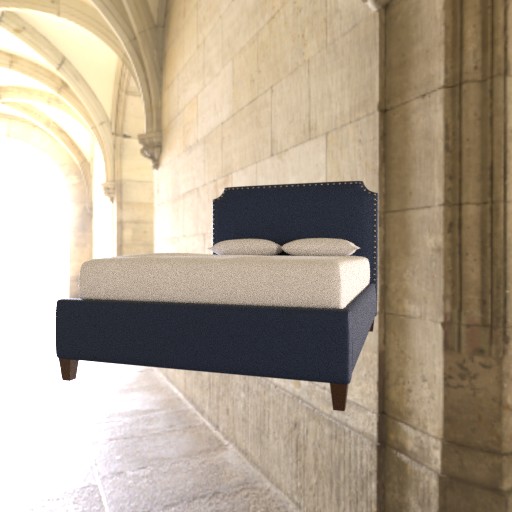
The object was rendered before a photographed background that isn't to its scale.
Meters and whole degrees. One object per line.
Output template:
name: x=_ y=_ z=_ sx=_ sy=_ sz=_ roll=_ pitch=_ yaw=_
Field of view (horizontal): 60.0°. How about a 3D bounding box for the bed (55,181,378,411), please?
bed: x=0.000 y=0.000 z=3.419 sx=1.712 sy=1.443 sz=2.372 roll=0 pitch=0 yaw=18
